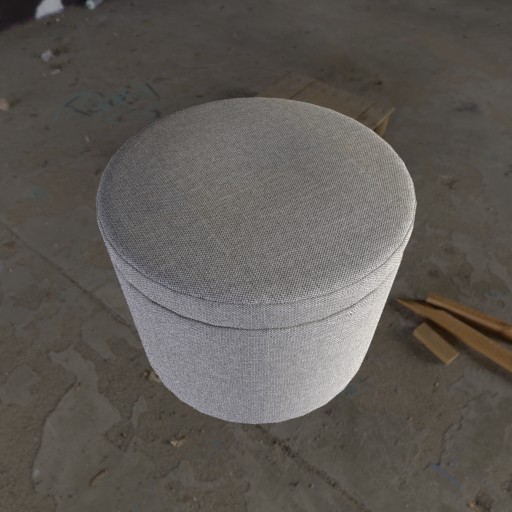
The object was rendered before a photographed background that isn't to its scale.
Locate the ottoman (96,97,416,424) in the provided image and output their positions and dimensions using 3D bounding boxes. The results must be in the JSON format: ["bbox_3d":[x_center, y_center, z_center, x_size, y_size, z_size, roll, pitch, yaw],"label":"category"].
[{"bbox_3d":[0.000,0.000,0.843,0.500,0.419,0.500,0,48,0],"label":"ottoman"}]
